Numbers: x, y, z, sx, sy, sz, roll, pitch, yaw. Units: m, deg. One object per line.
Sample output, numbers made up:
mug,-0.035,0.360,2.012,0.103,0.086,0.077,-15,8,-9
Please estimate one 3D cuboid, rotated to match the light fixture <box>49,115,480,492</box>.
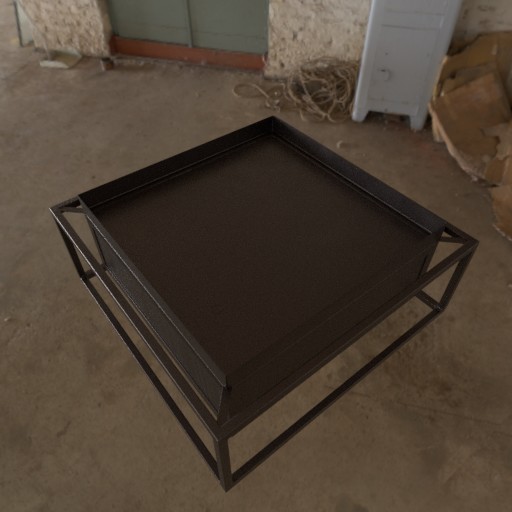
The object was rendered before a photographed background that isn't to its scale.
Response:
light fixture,0.000,0.000,0.685,0.441,0.191,0.441,-30,53,-25
